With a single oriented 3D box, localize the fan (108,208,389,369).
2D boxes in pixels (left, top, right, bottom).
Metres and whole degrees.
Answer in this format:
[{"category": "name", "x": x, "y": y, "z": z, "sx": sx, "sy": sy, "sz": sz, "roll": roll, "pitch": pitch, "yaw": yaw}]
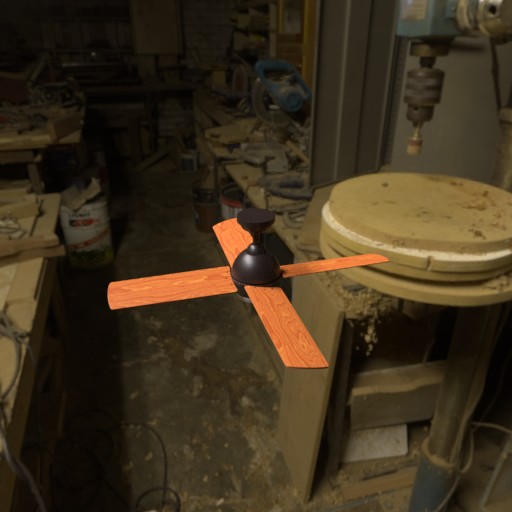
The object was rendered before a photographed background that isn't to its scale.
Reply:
[{"category": "fan", "x": 0.000, "y": 0.000, "z": 2.032, "sx": 1.332, "sy": 0.403, "sz": 1.332, "roll": -7, "pitch": 28, "yaw": -14}]
